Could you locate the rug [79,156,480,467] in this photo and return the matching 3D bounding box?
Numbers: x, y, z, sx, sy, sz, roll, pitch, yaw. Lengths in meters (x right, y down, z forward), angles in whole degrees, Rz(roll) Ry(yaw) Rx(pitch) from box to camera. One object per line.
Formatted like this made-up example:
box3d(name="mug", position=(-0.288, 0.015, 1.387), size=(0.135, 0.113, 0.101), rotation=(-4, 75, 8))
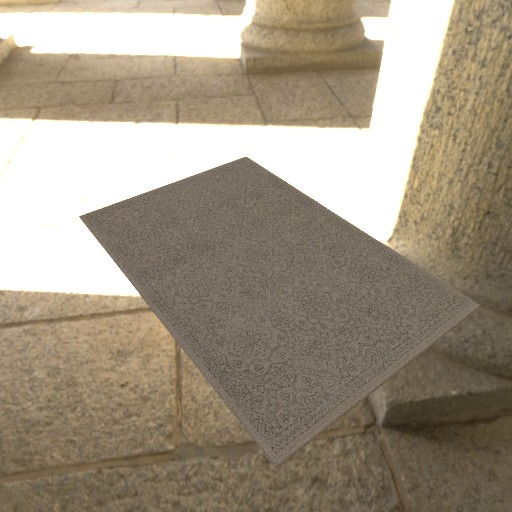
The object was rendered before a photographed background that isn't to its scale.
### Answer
box3d(name="rug", position=(0.000, 0.000, 2.894), size=(1.524, 0.011, 2.286), rotation=(-26, 47, -27))
